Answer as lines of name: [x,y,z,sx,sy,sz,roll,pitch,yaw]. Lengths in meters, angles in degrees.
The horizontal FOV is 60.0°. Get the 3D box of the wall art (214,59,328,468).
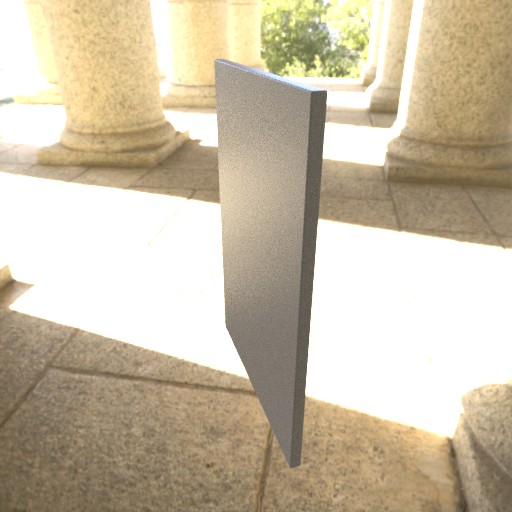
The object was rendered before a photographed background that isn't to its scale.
wall art: [0.000,0.000,1.049,0.026,0.813,0.556,-9,30,-17]
